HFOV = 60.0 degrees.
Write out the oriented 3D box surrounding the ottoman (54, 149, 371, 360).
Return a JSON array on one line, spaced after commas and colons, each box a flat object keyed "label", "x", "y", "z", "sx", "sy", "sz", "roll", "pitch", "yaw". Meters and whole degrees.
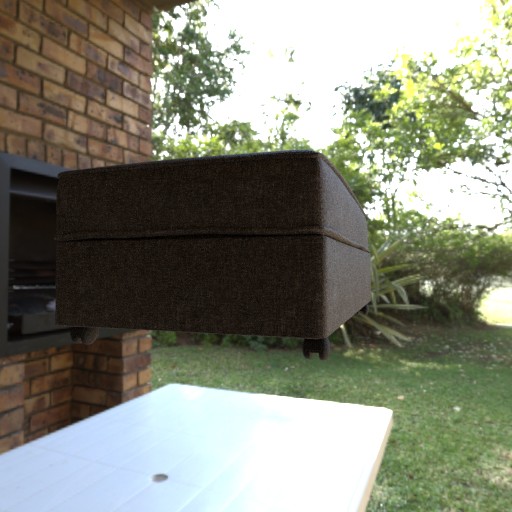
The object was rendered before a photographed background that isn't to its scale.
[{"label": "ottoman", "x": 0.000, "y": 0.000, "z": 1.557, "sx": 0.717, "sy": 0.487, "sz": 1.184, "roll": -1, "pitch": -2, "yaw": 19}]
